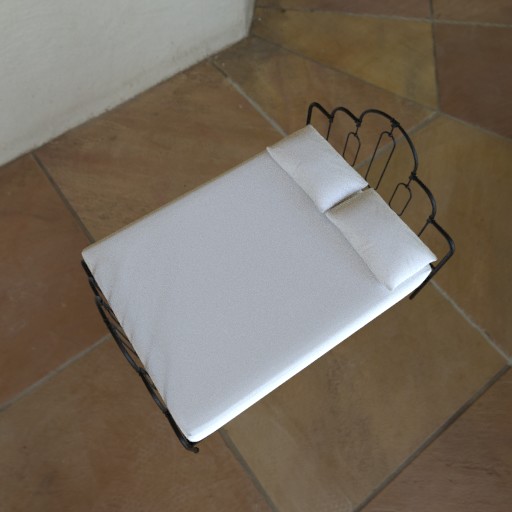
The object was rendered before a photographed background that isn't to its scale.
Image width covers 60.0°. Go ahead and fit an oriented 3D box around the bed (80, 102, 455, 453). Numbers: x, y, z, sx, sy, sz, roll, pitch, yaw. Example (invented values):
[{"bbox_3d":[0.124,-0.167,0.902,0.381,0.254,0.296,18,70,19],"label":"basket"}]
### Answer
[{"bbox_3d":[0.000,0.000,3.194,2.181,1.444,1.626,-31,68,-14],"label":"bed"}]
